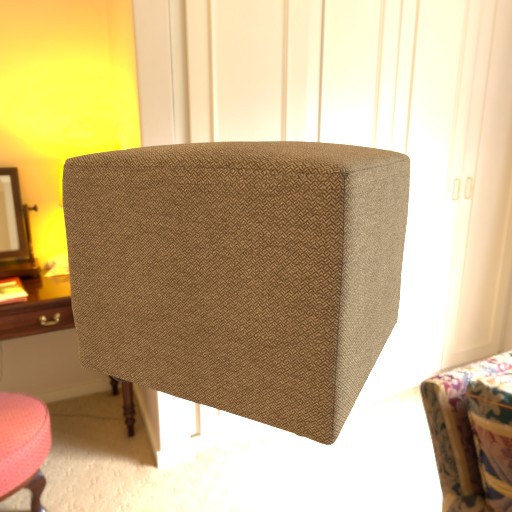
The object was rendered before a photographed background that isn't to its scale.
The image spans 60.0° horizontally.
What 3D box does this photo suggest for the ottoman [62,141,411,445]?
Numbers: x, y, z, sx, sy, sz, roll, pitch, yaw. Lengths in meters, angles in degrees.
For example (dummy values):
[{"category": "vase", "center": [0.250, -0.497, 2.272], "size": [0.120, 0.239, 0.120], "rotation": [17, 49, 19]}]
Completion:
[{"category": "ottoman", "center": [0.000, 0.000, 0.903], "size": [0.512, 0.453, 0.519], "rotation": [7, 16, 26]}]
